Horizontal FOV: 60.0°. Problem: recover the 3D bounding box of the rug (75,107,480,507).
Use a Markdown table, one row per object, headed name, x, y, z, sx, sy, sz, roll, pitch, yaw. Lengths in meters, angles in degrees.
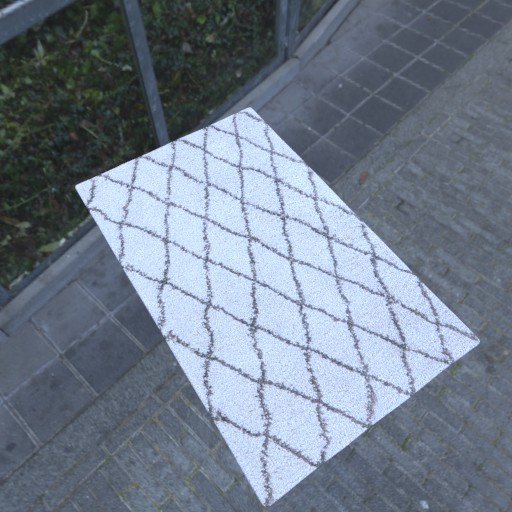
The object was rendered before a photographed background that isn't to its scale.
| name | x | y | z | sx | sy | sz | roll | pitch | yaw |
| --- | --- | --- | --- | --- | --- | --- | --- | --- | --- |
| rug | 0.000 | 0.000 | 2.892 | 1.524 | 0.030 | 2.438 | -30 | 63 | -17 |
